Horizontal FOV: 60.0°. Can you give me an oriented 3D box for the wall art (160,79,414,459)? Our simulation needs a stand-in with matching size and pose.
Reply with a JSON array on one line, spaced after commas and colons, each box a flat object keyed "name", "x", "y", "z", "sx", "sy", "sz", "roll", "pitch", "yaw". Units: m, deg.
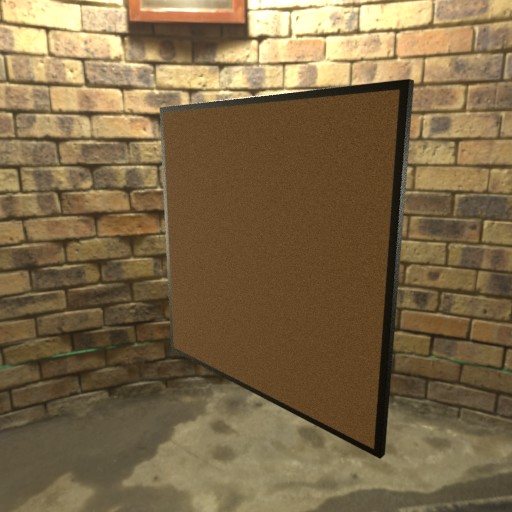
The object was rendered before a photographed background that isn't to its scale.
[{"name": "wall art", "x": 0.000, "y": 0.000, "z": 0.675, "sx": 0.457, "sy": 0.458, "sz": 0.012, "roll": 13, "pitch": 18, "yaw": 43}]
